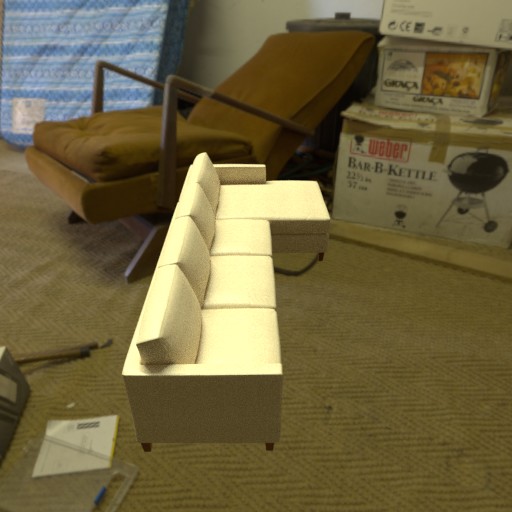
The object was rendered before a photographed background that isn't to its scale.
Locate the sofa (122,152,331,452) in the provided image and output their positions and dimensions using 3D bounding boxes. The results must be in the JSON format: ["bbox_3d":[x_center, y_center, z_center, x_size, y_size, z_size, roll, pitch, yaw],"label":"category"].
[{"bbox_3d":[0.000,0.000,4.118,1.603,0.954,3.471,0,31,-1],"label":"sofa"}]
